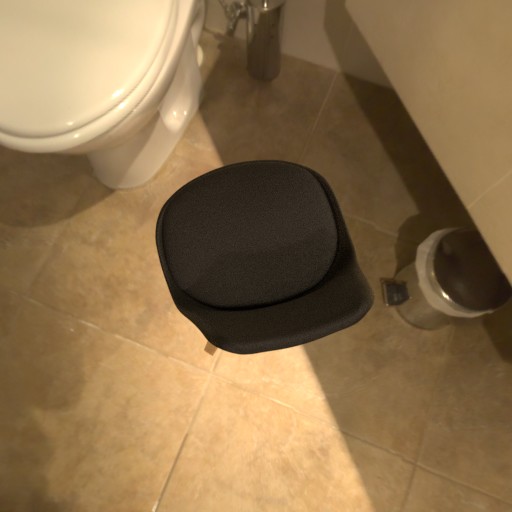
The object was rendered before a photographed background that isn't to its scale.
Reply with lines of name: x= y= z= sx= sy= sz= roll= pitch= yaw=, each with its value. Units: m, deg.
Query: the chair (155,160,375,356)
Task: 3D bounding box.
chair: x=0.000 y=0.000 z=1.181 sx=0.485 sy=0.850 sz=0.549 roll=-14 pitch=75 yaw=-4
